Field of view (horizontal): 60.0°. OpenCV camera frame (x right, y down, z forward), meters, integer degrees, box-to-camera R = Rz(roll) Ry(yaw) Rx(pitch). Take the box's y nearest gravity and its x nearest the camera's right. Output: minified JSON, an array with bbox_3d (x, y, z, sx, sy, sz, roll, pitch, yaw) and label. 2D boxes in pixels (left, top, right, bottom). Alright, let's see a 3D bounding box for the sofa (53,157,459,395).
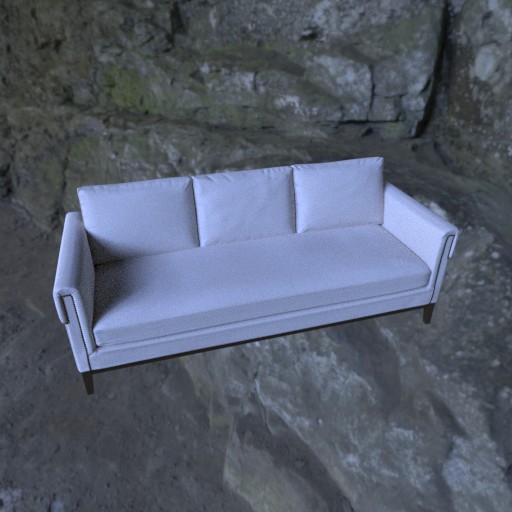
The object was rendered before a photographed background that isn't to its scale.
[{"bbox_3d":[0.000,0.000,2.734,2.198,0.911,0.902,-9,32,-14],"label":"sofa"}]
